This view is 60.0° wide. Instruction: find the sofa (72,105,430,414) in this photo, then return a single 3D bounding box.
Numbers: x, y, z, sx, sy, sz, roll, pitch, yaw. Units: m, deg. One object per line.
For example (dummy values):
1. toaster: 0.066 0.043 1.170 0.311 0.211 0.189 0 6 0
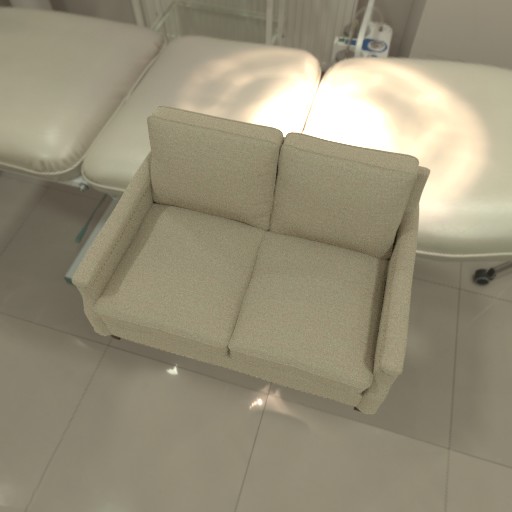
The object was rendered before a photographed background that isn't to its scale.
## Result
1. sofa: 0.000 0.000 2.348 1.597 1.003 1.084 14 59 9
